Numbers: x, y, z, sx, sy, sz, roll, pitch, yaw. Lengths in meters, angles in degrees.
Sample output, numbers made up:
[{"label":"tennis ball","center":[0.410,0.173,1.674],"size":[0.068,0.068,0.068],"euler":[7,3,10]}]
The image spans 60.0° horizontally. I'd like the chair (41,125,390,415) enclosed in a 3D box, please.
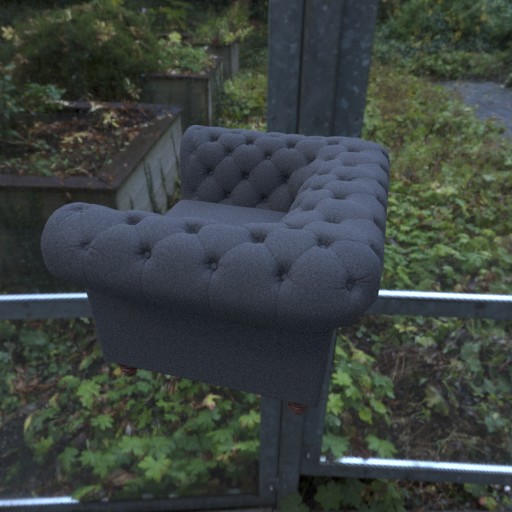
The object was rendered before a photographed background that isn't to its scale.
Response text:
[{"label":"chair","center":[0.000,0.000,1.827],"size":[0.976,0.770,1.270],"euler":[8,32,14]}]
